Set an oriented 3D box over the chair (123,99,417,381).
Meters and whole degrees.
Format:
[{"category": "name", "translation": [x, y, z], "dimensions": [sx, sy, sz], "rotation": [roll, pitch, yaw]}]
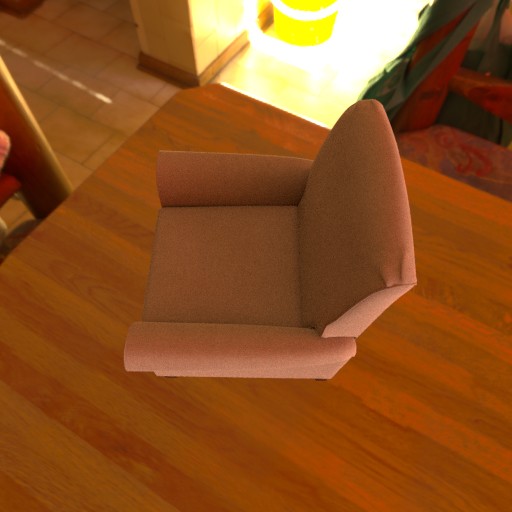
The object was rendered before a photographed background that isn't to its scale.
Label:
[{"category": "chair", "translation": [0.000, 0.000, 1.787], "dimensions": [0.905, 1.061, 0.978], "rotation": [1, 59, 0]}]
